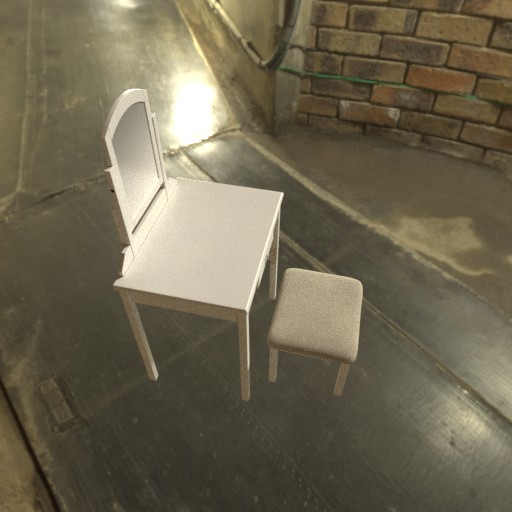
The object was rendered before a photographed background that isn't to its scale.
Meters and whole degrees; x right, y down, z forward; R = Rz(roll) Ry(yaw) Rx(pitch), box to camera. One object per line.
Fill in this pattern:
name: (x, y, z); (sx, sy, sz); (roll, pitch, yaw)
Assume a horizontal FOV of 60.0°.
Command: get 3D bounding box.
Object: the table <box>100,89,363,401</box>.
table: (0.000, 0.000, 2.329); (1.211, 1.631, 0.876); (10, 47, 9)
